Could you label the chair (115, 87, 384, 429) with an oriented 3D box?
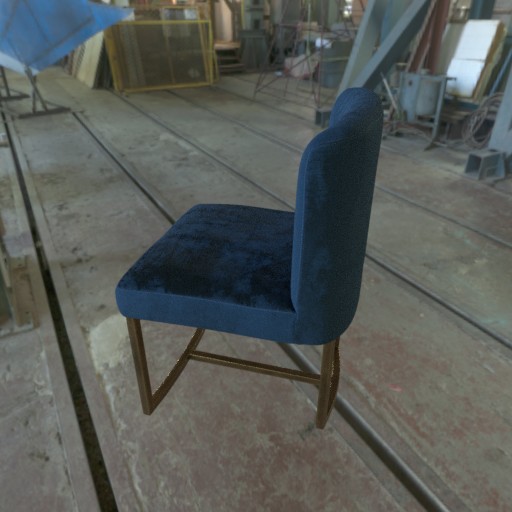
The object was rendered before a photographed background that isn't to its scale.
[{"bbox_3d":[0.000,0.000,1.180,0.560,0.824,0.530,8,31,13],"label":"chair"}]
